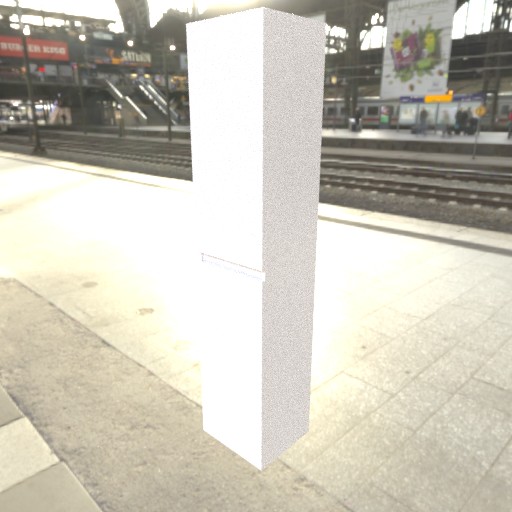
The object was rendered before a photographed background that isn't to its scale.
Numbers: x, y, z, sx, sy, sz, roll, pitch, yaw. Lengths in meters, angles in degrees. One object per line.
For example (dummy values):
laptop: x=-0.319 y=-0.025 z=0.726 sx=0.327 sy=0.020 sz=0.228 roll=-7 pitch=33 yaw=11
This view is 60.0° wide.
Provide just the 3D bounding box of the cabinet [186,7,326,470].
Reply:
cabinet: x=0.000 y=0.000 z=1.483 sx=0.300 sy=1.400 sz=0.269 roll=16 pitch=23 yaw=41
